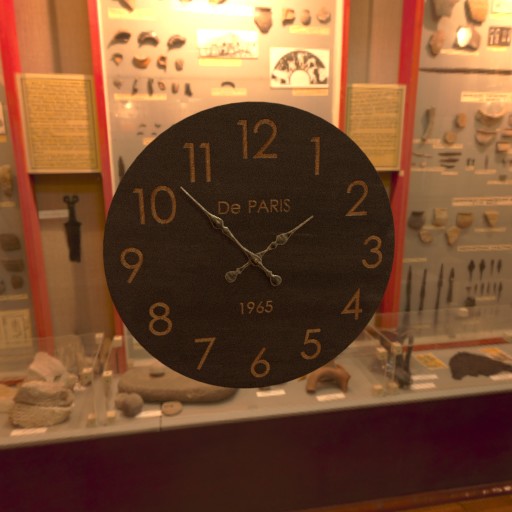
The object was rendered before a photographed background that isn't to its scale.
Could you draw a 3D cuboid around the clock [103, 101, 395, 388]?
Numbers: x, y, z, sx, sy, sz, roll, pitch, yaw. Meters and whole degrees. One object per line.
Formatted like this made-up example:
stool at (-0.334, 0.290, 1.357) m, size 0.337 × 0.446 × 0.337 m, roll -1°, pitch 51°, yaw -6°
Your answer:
clock at (0.000, 0.000, 0.902) m, size 0.595 × 0.595 × 0.029 m, roll -2°, pitch 15°, yaw -9°
